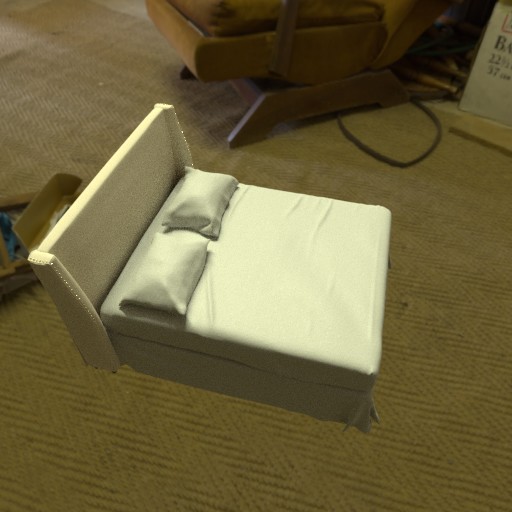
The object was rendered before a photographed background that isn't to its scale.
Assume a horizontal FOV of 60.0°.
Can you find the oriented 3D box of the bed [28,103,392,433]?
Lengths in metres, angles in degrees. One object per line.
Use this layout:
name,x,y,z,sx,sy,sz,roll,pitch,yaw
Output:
bed,0.000,0.000,3.463,2.276,1.332,1.925,11,48,10
